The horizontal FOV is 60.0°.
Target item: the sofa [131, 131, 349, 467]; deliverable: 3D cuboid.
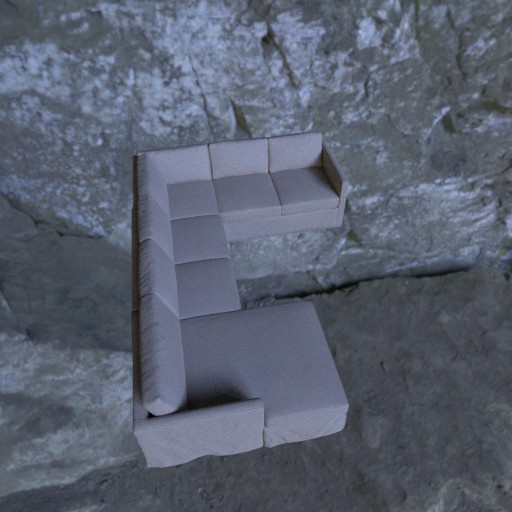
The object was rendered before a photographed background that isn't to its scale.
[{"bbox_3d":[0.000,0.000,4.558,2.476,0.878,3.528,-8,46,-8],"label":"sofa"}]
